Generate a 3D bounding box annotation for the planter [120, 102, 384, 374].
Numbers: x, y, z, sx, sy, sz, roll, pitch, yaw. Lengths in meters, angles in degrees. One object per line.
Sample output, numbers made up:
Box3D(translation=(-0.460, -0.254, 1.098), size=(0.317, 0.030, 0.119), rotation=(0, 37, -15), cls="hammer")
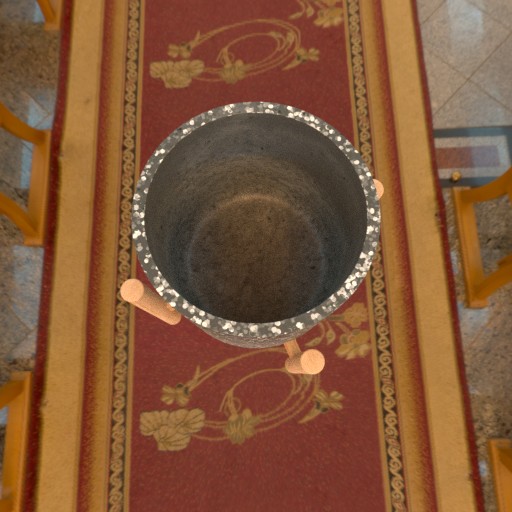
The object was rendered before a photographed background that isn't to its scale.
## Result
Box3D(translation=(0.000, 0.000, 0.550), size=(0.284, 0.320, 0.284), rotation=(-1, 76, 0), cls="planter")
